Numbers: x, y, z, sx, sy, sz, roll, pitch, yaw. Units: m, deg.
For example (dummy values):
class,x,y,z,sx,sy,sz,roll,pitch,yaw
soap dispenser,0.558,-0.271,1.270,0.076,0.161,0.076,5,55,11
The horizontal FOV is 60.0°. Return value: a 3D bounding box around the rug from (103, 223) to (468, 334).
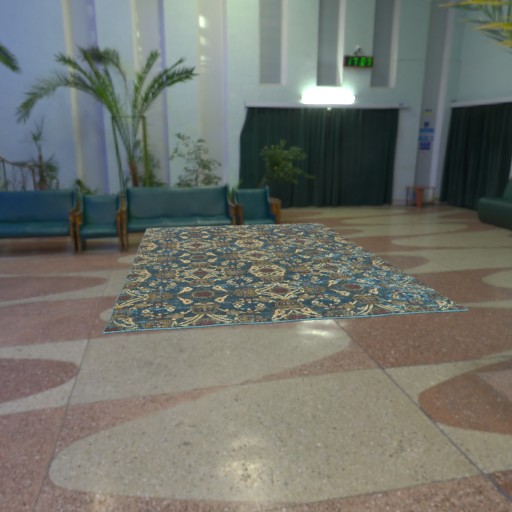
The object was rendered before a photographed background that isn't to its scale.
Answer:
class,x,y,z,sx,sy,sz,roll,pitch,yaw
rug,0.000,0.000,2.907,1.567,0.014,2.207,-2,15,-9
